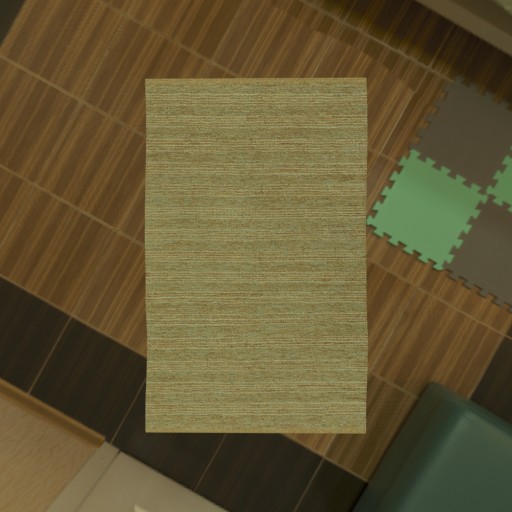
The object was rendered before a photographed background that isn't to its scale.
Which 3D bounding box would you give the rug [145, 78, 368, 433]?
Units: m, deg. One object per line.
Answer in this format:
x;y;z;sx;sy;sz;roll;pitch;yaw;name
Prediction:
0.000;0.000;3.061;1.540;0.012;2.448;0;90;1;rug
